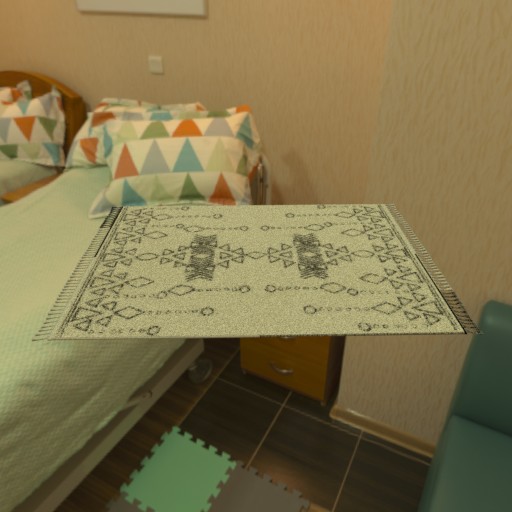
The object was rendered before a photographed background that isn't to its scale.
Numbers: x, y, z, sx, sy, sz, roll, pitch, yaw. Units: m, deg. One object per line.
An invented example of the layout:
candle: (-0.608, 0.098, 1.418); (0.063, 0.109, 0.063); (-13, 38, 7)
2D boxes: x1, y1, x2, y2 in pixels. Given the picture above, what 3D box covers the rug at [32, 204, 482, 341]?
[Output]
rug: (0.000, 0.000, 2.951); (2.312, 0.013, 1.600); (-1, 31, -1)
